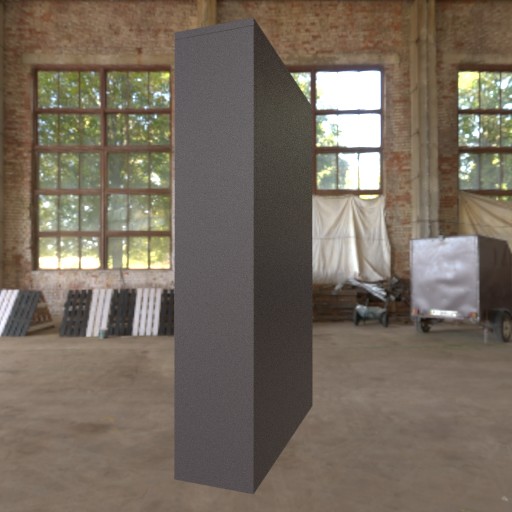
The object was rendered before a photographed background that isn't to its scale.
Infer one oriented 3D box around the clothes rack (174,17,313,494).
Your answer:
[{"bbox_3d":[0.000,0.000,1.585,0.250,1.280,0.750,0,0,19],"label":"clothes rack"}]
